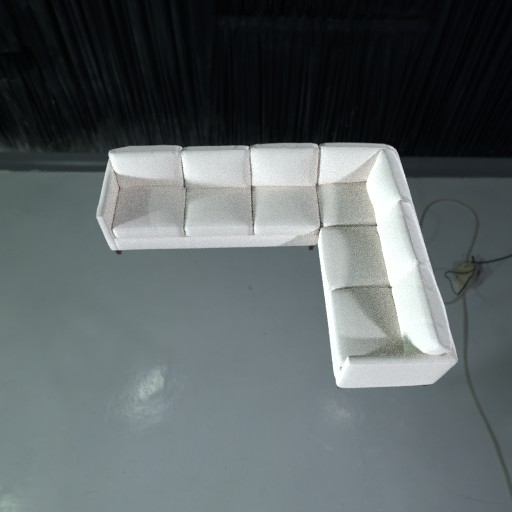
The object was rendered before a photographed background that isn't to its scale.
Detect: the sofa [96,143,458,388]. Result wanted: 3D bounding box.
[{"bbox_3d":[0.000,0.000,4.532,3.302,0.947,2.593,-1,56,-1],"label":"sofa"}]
